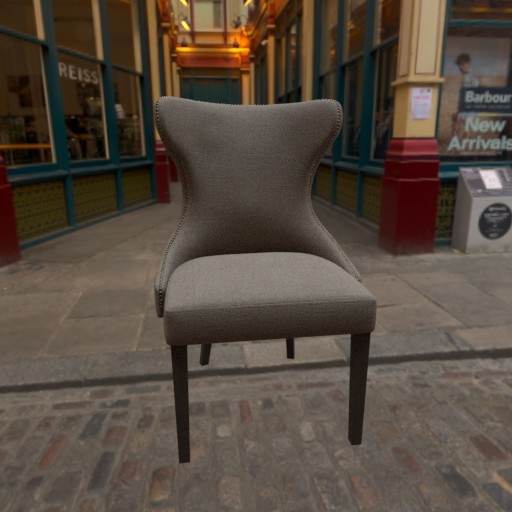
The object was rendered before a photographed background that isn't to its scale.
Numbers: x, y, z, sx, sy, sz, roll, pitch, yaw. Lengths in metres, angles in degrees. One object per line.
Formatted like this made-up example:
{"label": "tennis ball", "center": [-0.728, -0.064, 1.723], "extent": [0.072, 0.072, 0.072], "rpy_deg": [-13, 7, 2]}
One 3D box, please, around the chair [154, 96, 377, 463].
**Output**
{"label": "chair", "center": [0.000, 0.000, 1.388], "extent": [0.628, 0.967, 0.635], "rpy_deg": [-2, 16, -8]}
